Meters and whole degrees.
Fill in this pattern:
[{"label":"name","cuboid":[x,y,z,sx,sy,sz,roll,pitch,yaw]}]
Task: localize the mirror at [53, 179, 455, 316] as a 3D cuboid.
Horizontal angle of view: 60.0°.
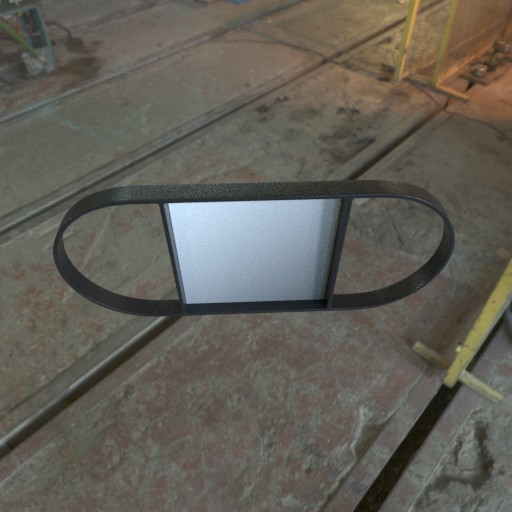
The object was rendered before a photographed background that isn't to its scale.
[{"label":"mirror","cuboid":[0.000,0.000,0.668,0.584,0.254,0.032,-2,47,-2]}]
